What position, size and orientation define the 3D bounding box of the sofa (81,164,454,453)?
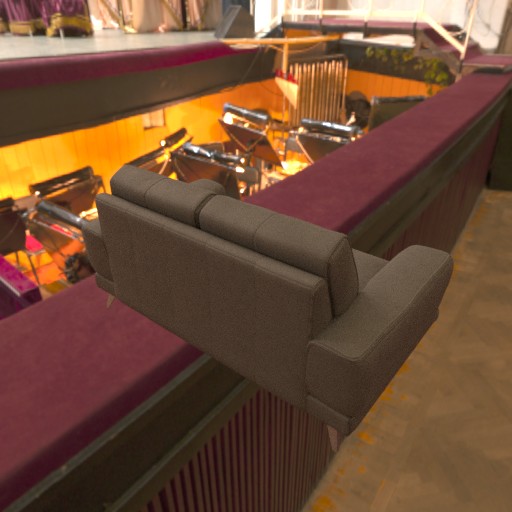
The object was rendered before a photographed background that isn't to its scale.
[{"bbox_3d":[0.000,0.000,2.404,1.806,0.907,1.018,22,37,33],"label":"sofa"}]
